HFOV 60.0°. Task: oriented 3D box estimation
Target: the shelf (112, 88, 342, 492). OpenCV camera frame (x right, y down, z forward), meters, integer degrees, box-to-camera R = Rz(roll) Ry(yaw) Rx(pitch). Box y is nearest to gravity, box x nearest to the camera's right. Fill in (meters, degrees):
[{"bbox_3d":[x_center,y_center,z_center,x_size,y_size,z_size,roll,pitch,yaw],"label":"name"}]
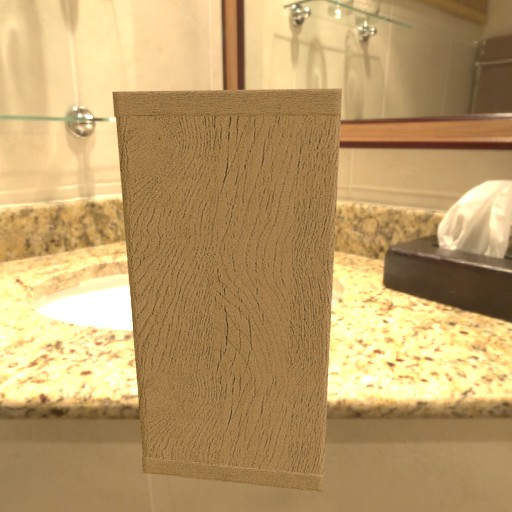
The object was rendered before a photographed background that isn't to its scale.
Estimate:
[{"bbox_3d":[0.000,0.000,1.219,0.390,0.786,0.790,2,15,8],"label":"shelf"}]
